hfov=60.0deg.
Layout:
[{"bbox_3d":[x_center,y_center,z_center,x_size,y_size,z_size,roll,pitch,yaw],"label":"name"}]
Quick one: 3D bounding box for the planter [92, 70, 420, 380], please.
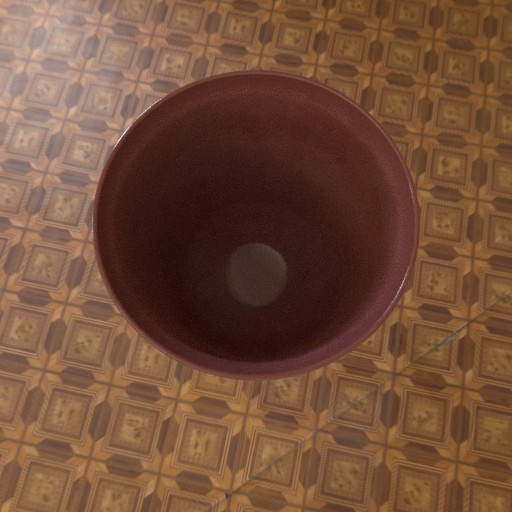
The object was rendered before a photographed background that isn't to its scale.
[{"bbox_3d":[0.000,0.000,0.366,0.195,0.214,0.195,0,75,0],"label":"planter"}]
